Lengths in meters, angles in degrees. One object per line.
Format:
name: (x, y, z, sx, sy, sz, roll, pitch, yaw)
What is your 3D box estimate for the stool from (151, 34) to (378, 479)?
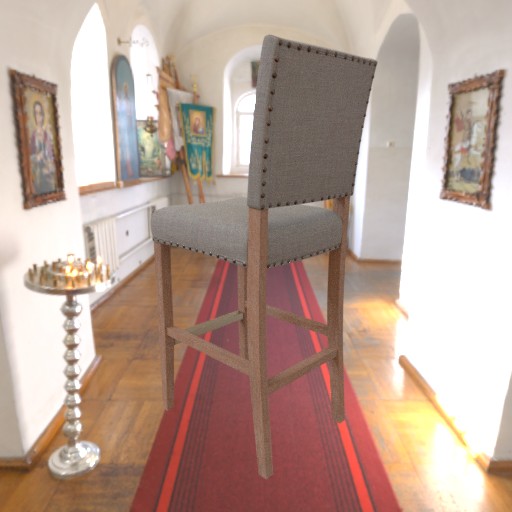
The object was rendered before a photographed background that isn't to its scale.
stool: (0.000, 0.000, 1.468, 0.585, 1.203, 0.445, 14, 20, 43)
